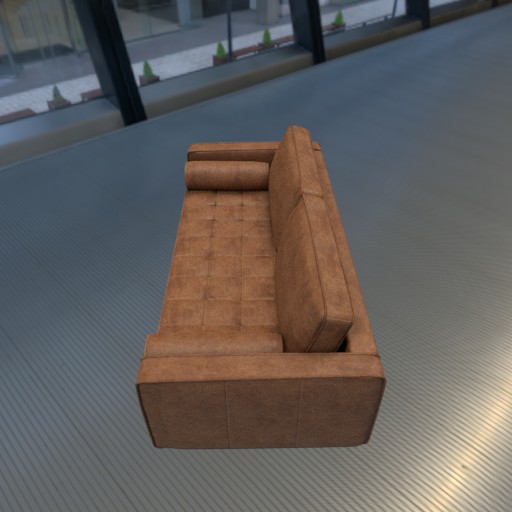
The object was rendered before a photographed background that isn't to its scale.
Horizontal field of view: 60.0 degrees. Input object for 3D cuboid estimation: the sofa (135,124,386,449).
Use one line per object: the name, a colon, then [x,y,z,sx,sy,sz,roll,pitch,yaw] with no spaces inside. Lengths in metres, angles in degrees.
sofa: [0.000,0.000,2.418,0.924,0.825,1.920,-1,40,-1]
